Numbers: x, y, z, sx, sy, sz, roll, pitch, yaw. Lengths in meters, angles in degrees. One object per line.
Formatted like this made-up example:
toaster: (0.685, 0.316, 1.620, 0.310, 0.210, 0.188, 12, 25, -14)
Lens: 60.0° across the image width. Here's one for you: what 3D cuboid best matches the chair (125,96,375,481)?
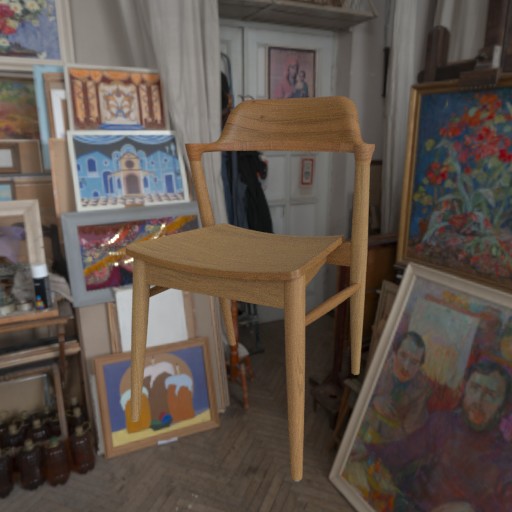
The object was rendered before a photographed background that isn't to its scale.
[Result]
chair: (0.000, 0.000, 1.121, 0.512, 0.792, 0.499, 7, 16, 26)
